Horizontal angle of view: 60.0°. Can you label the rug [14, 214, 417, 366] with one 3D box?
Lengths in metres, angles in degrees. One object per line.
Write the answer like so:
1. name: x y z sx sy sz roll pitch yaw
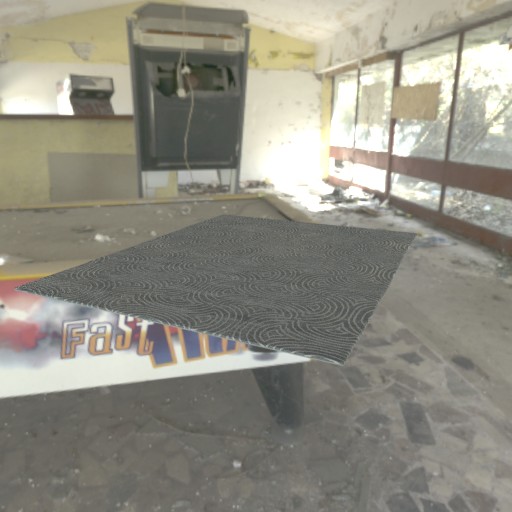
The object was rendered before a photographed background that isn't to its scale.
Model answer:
1. rug: 0.000 0.000 4.029 2.456 0.021 3.042 8 18 25
